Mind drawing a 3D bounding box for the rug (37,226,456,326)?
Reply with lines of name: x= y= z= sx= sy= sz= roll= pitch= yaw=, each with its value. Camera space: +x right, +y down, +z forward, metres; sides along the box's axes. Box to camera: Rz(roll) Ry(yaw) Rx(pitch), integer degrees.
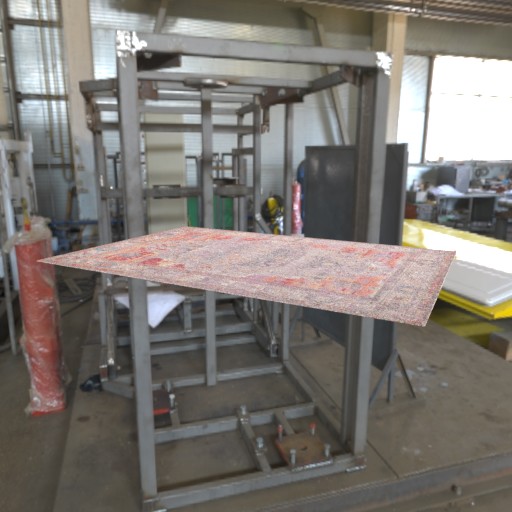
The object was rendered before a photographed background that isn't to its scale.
rug: x=0.000 y=0.000 z=2.309 sx=1.829 sy=0.005 sz=1.219 roll=7 pitch=15 yaw=27
